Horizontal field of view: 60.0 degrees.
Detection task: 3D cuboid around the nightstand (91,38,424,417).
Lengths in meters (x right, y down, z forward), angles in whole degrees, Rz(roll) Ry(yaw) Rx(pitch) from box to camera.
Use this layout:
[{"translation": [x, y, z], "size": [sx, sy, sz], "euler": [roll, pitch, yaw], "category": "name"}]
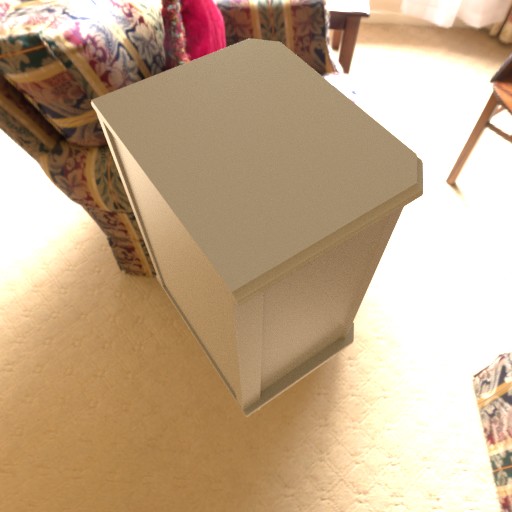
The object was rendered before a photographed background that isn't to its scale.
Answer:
[{"translation": [0.000, 0.000, 0.943], "size": [0.348, 0.680, 0.435], "euler": [-30, 62, -18], "category": "nightstand"}]
